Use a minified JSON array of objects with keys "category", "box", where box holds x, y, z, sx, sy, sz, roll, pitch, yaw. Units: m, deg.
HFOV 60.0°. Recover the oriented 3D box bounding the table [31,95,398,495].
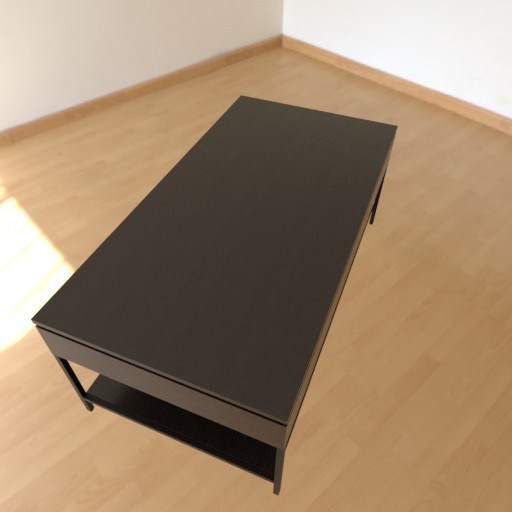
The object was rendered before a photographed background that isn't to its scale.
[{"category":"table","box":[0.000,0.000,1.364,0.574,0.435,1.095,17,48,15]}]
